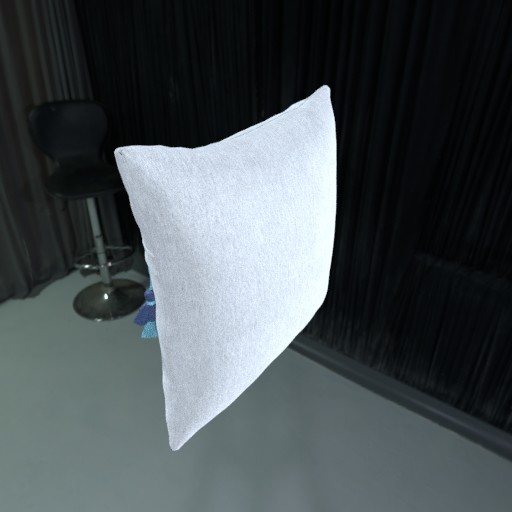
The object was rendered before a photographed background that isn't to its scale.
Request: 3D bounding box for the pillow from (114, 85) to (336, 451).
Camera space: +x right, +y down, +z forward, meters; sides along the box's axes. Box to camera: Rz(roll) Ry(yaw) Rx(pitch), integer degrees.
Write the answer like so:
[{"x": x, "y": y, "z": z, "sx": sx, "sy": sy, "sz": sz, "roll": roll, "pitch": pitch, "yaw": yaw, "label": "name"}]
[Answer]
[{"x": 0.000, "y": 0.000, "z": 0.679, "sx": 0.173, "sy": 0.436, "sz": 0.433, "roll": 20, "pitch": 36, "yaw": 30, "label": "pillow"}]
